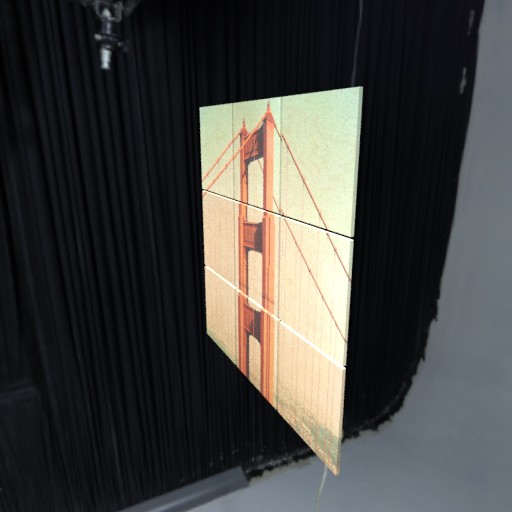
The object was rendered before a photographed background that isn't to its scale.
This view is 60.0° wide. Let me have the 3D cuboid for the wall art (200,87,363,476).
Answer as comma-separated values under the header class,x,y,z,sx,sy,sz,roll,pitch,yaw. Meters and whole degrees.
class,x,y,z,sx,sy,sz,roll,pitch,yaw
wall art,0.000,0.000,1.838,0.013,1.219,1.214,-8,18,-26
